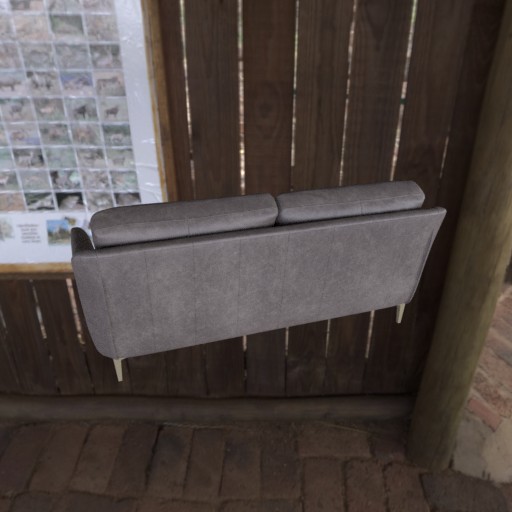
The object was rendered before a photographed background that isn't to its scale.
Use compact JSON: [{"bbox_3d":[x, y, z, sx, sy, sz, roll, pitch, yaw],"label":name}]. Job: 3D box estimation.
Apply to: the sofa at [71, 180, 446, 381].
[{"bbox_3d":[0.000,0.000,2.607,2.036,0.902,0.960,-8,26,-17],"label":"sofa"}]
